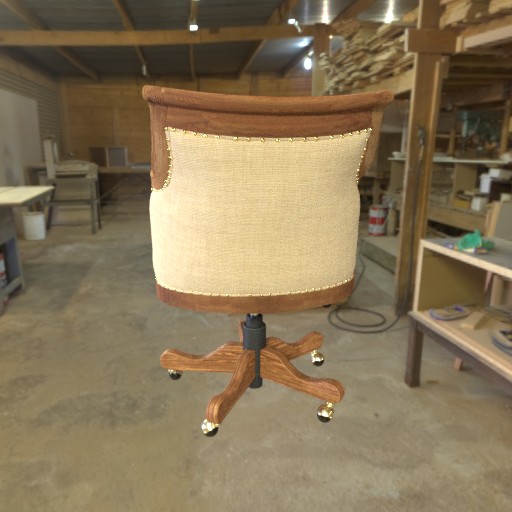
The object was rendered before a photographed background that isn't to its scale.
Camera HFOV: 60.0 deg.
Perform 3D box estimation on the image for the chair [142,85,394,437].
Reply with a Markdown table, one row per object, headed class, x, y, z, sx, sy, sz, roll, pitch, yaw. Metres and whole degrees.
| class | x | y | z | sx | sy | sz | roll | pitch | yaw |
| --- | --- | --- | --- | --- | --- | --- | --- | --- | --- |
| chair | 0.000 | 0.000 | 1.431 | 0.656 | 0.965 | 0.689 | -2 | 14 | -9 |
